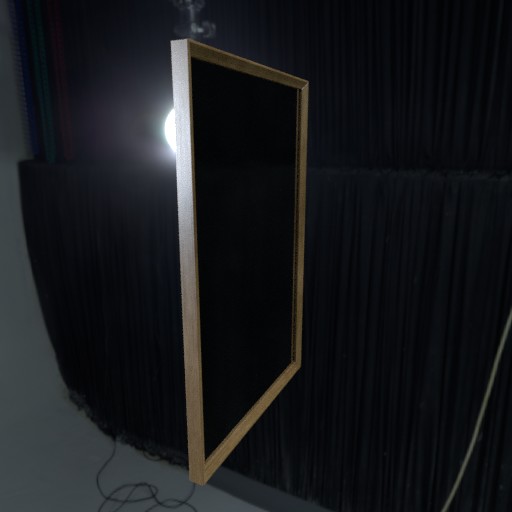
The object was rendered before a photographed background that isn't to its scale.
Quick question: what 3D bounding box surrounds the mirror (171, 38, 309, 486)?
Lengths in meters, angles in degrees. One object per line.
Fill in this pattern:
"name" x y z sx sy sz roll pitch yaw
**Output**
"mirror" 0.000 0.000 1.147 0.041 0.915 0.609 7 16 25
